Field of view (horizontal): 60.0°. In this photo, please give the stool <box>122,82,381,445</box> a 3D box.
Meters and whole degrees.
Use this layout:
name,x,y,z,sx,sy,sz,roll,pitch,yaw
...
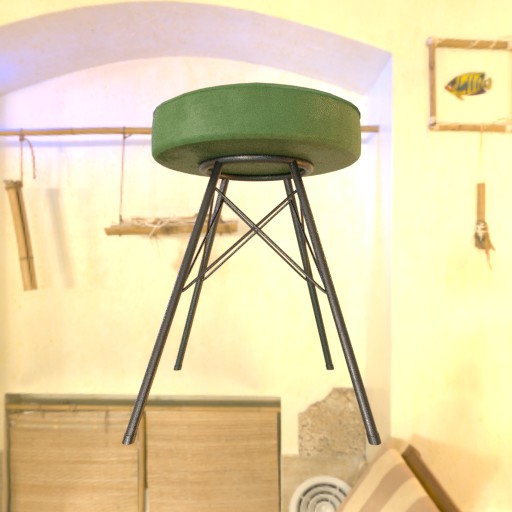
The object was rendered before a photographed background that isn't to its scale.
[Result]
name,x,y,z,sx,sy,sz,roll,pitch,yaw
stool,0.000,0.000,0.928,0.430,0.595,0.457,0,1,0
